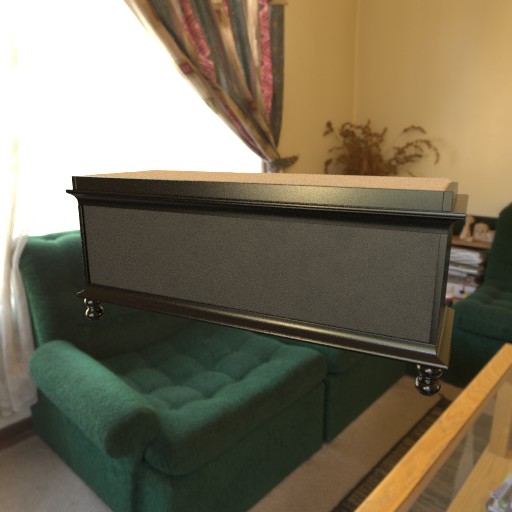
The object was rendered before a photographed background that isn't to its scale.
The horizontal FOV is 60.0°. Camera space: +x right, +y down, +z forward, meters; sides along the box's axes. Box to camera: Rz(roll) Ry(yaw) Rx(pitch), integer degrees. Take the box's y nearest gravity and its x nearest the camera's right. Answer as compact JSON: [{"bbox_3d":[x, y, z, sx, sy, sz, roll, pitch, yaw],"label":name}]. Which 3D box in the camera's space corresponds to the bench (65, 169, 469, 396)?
[{"bbox_3d":[0.000,0.000,1.415,1.185,0.501,0.402,7,16,25],"label":"bench"}]
